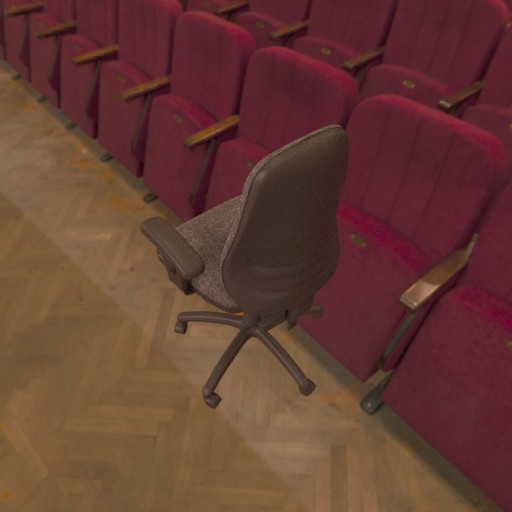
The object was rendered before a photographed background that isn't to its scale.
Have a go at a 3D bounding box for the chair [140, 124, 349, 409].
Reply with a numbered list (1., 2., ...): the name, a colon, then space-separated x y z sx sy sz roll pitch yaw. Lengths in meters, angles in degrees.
1. chair: 0.000 0.000 1.261 0.550 0.910 0.530 -31 54 -27
